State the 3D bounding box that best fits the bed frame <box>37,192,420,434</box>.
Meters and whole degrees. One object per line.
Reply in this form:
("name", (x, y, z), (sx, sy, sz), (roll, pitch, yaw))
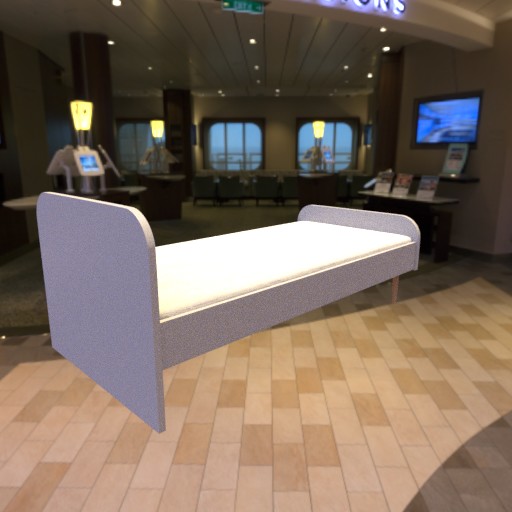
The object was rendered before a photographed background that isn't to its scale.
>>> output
("bed frame", (0.000, 0.000, 2.511), (1.963, 0.805, 0.998), (-13, 19, -43))
